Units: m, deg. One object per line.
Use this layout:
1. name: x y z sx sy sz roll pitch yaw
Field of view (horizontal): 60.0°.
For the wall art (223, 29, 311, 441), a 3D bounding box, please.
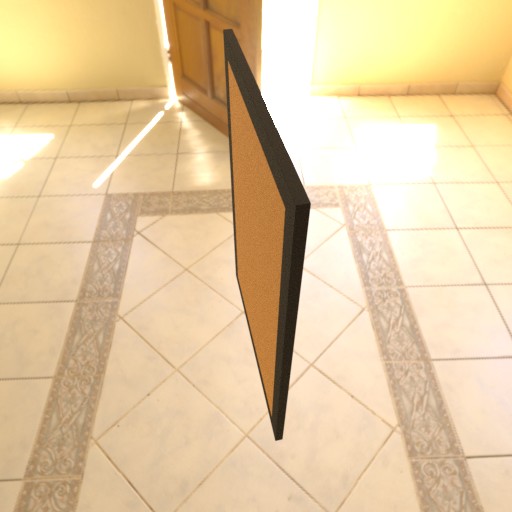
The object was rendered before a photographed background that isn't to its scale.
1. wall art: 0.000 0.000 0.691 0.013 0.534 0.380 -9 48 -8
